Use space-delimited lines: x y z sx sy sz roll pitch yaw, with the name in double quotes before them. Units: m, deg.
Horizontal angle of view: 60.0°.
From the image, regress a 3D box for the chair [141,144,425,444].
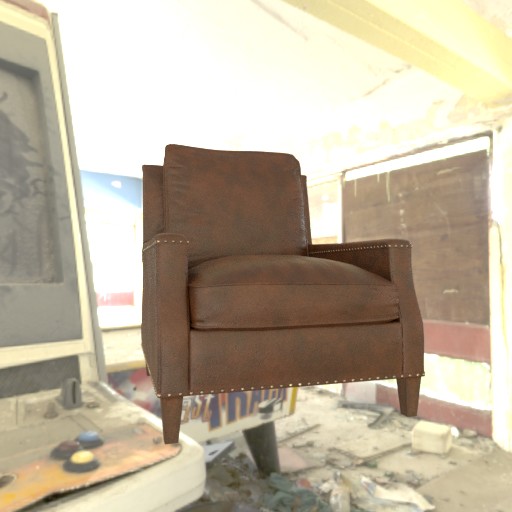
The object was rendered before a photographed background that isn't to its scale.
"chair" 0.000 0.000 1.773 0.854 1.054 1.035 1 -2 -17
